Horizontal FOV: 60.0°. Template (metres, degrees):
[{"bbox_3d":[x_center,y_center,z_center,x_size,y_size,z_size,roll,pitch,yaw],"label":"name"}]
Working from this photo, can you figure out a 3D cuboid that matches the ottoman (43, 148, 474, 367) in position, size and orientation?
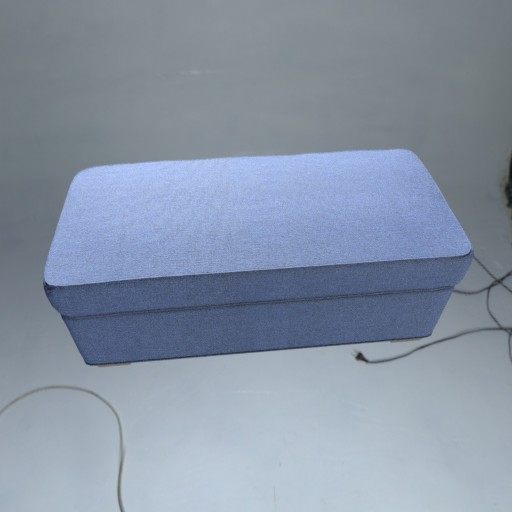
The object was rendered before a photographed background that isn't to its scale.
[{"bbox_3d":[0.000,0.000,1.406,1.110,0.460,0.515,-4,46,-4],"label":"ottoman"}]
